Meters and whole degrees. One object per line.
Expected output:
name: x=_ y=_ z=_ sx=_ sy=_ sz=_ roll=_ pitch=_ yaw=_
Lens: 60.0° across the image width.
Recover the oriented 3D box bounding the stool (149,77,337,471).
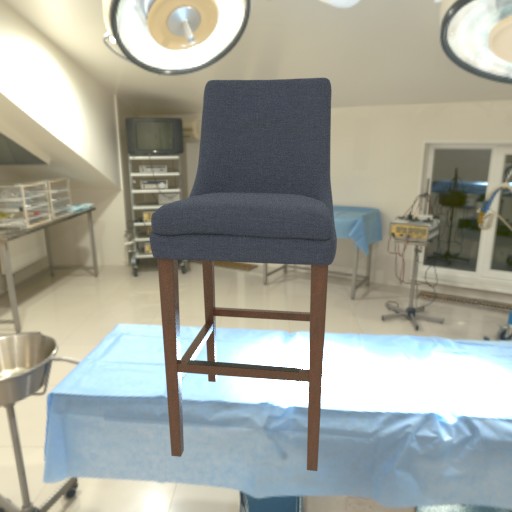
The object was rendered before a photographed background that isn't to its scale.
stool: x=0.000 y=0.000 z=1.359 sx=0.470 sy=1.078 sz=0.577 roll=2 pitch=15 yaw=8
